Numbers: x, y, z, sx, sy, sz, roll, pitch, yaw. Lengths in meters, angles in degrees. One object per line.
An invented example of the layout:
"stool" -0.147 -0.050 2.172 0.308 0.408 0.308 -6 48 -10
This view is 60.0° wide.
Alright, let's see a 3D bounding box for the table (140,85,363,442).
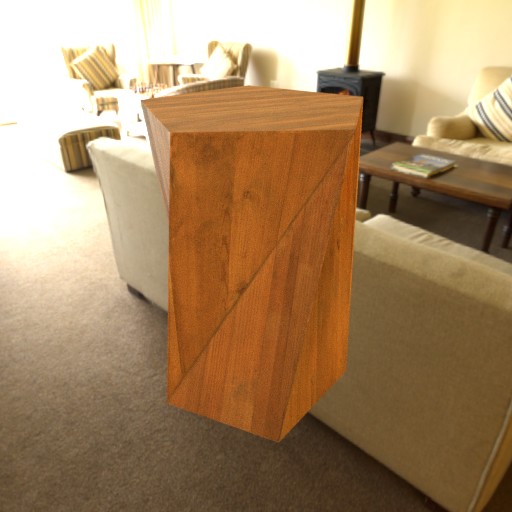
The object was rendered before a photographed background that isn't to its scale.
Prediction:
"table" 0.000 0.000 0.921 0.425 0.604 0.441 -1 30 -2
